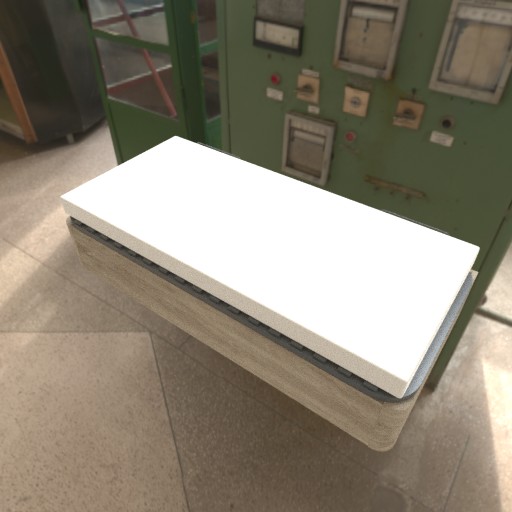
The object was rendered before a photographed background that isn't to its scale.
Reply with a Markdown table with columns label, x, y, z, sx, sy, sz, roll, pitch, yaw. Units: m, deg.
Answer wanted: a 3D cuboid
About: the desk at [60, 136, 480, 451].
| label | x | y | z | sx | sy | sz | roll | pitch | yaw |
| --- | --- | --- | --- | --- | --- | --- | --- | --- | --- |
| desk | 0.000 | 0.000 | 2.246 | 1.900 | 0.455 | 0.900 | 26 | 47 | 26 |
